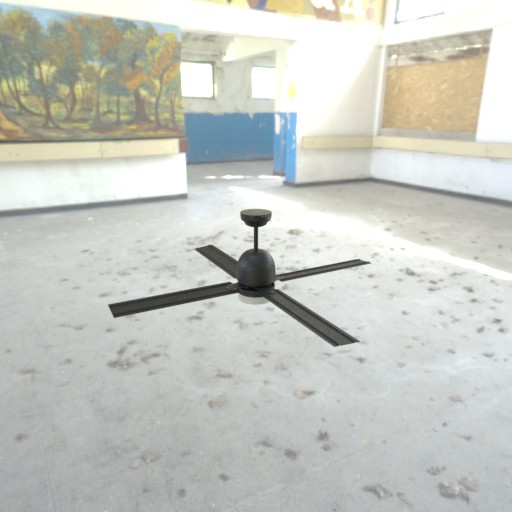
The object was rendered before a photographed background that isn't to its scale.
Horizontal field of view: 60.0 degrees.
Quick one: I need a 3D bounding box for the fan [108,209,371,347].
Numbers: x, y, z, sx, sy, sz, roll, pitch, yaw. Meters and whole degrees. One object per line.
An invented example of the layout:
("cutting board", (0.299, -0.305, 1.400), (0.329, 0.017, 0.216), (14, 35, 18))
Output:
("fan", (0.000, 0.000, 2.027), (1.319, 0.410, 1.319), (-10, 20, -28))
